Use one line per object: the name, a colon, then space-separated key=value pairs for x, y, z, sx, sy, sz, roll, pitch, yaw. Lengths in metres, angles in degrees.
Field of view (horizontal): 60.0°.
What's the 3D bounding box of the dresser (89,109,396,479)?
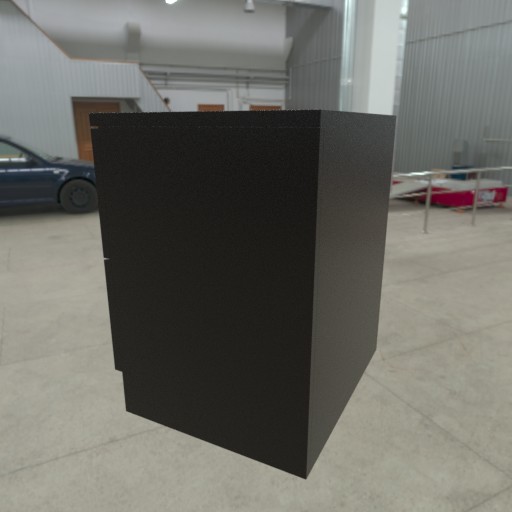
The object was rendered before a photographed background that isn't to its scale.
dresser: x=0.000 y=0.000 z=0.773 sx=0.360 sy=0.470 sz=0.400 roll=8 pitch=19 yaw=26
